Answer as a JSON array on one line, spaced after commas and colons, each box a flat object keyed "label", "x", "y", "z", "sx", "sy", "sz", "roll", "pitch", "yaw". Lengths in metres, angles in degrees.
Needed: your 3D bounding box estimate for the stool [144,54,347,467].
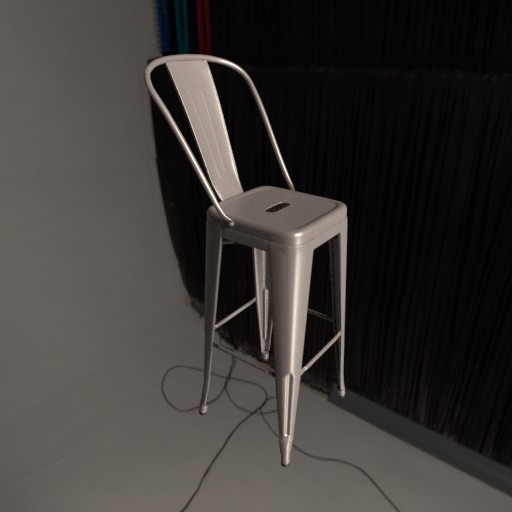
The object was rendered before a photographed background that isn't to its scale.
[{"label": "stool", "x": 0.000, "y": 0.000, "z": 1.333, "sx": 0.513, "sy": 1.096, "sz": 0.399, "roll": 18, "pitch": 32, "yaw": 33}]
